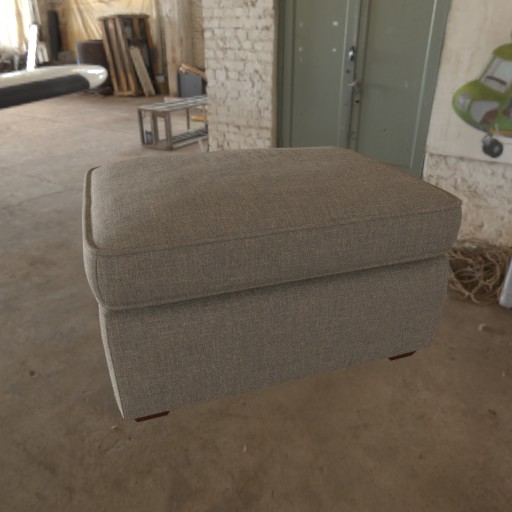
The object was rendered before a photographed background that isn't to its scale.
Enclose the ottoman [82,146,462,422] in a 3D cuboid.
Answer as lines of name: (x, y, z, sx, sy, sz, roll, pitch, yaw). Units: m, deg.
ottoman: (0.000, 0.000, 1.103, 0.762, 0.457, 0.559, -9, 28, -17)
